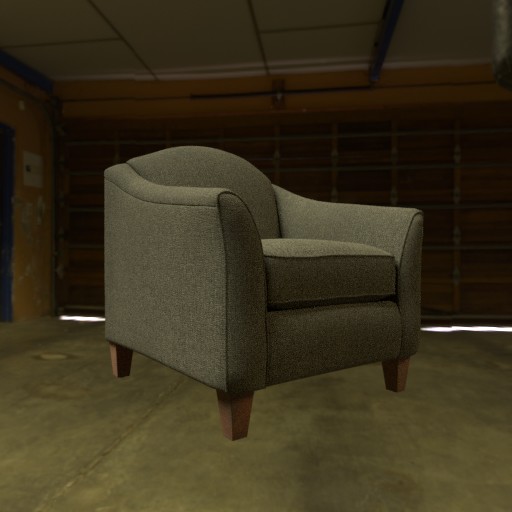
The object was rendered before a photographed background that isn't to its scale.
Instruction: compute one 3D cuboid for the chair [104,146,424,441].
[{"bbox_3d":[0.000,0.000,1.454,0.763,0.839,0.787,0,0,-36],"label":"chair"}]
